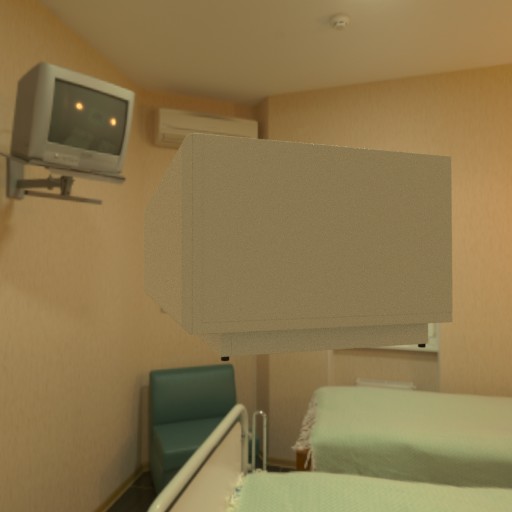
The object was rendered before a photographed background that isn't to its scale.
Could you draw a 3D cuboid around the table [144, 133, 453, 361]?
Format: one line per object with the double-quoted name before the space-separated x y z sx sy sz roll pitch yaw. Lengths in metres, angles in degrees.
"table" 0.000 0.000 1.443 0.639 0.442 1.097 0 -1 -18
